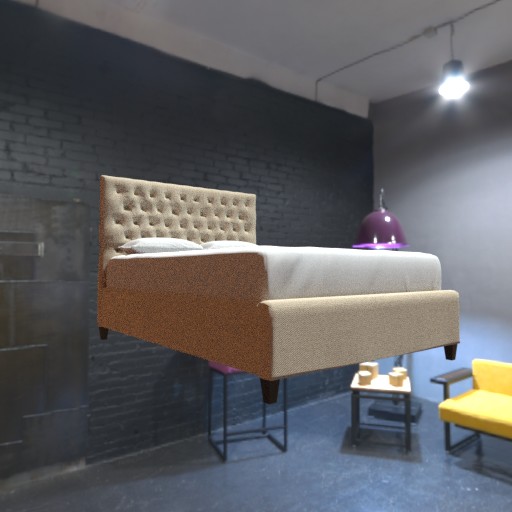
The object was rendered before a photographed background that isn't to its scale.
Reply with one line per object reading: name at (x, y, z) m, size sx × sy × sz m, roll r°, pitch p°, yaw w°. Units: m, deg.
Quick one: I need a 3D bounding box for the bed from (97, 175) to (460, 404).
bed at (0.000, 0.000, 3.449) m, size 1.698 × 1.427 × 2.387 m, roll 1°, pitch -2°, yaw -37°
